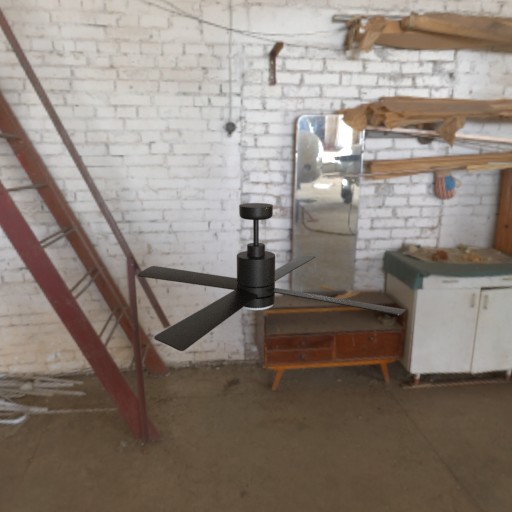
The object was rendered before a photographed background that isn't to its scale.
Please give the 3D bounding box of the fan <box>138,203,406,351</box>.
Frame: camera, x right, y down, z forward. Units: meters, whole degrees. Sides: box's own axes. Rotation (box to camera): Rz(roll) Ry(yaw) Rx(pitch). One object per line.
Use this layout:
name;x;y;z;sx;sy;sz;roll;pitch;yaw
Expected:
fan;0.000;0.000;2.324;1.525;0.534;1.525;7;16;27
